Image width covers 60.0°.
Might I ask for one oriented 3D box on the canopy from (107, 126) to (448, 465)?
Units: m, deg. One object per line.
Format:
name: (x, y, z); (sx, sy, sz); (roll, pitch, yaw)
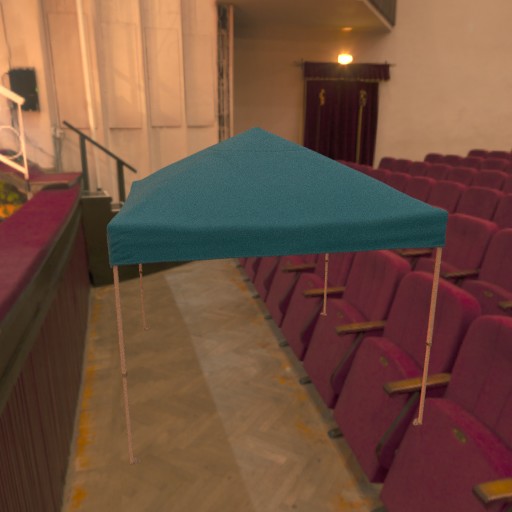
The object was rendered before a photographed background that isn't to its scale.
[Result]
canopy: (0.000, 0.000, 5.341); (2.996, 2.997, 2.998); (-3, 16, -11)
